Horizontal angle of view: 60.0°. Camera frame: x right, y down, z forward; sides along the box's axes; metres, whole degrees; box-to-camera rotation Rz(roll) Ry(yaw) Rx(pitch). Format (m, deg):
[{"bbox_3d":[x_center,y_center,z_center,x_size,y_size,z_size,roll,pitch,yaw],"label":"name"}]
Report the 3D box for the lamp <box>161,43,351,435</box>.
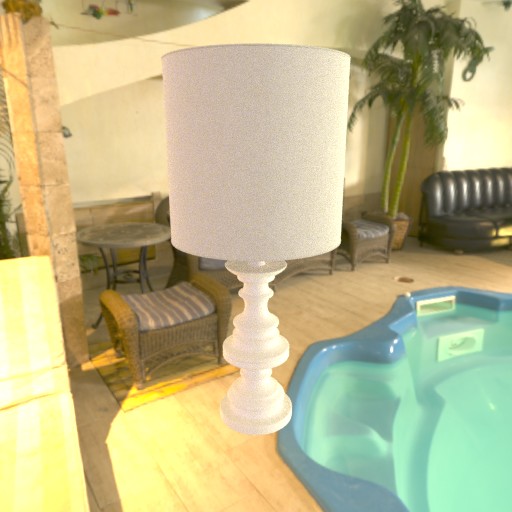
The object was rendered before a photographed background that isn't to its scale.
[{"bbox_3d":[0.000,0.000,0.560,0.208,0.455,0.208,-8,18,-27],"label":"lamp"}]
